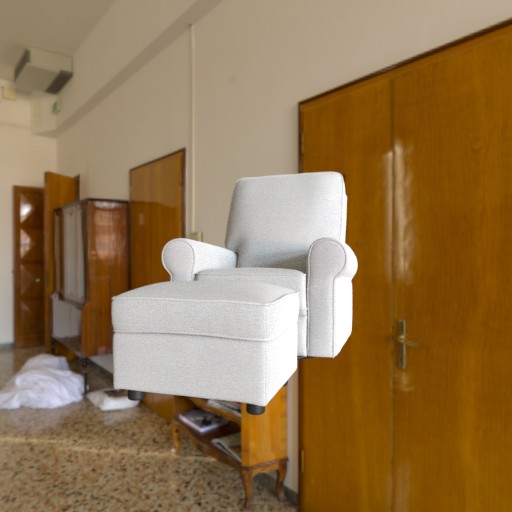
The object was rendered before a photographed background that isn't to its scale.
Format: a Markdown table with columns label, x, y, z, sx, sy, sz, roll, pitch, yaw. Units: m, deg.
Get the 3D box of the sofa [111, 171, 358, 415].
| label | x | y | z | sx | sy | sz | roll | pitch | yaw |
| --- | --- | --- | --- | --- | --- | --- | --- | --- | --- |
| sofa | 0.000 | 0.000 | 2.066 | 0.880 | 0.959 | 1.478 | 0 | 1 | 18 |
